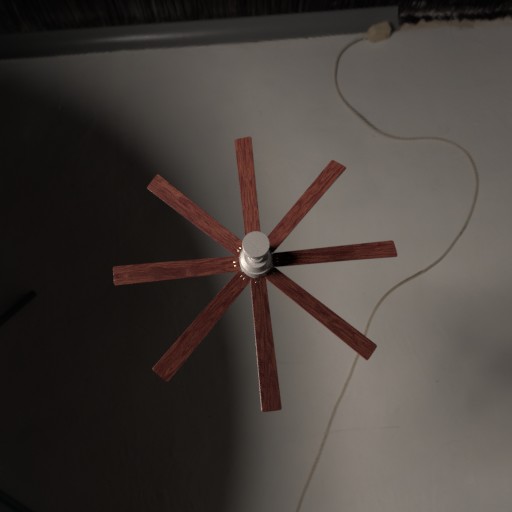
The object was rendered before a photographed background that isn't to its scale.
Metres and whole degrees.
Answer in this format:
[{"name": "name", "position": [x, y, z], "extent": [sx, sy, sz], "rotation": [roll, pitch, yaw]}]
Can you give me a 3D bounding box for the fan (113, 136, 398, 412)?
[{"name": "fan", "position": [0.000, 0.000, 2.734], "extent": [1.830, 0.472, 1.830], "rotation": [-6, 73, -2]}]
